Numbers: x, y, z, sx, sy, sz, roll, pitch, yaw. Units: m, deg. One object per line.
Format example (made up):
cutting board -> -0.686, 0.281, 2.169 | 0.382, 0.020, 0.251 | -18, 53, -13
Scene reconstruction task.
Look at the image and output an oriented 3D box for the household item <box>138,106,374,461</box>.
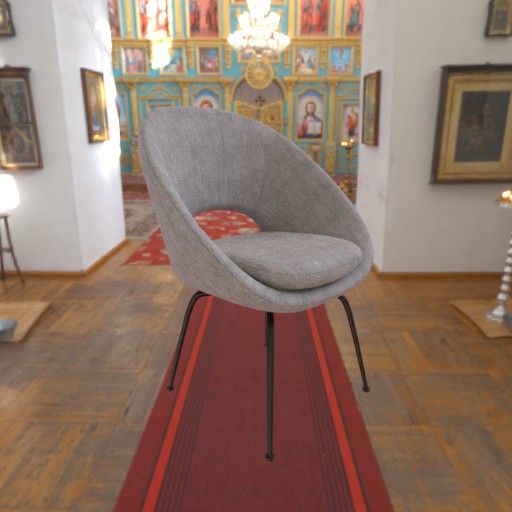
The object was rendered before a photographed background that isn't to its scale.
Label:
household item -> 0.000, 0.000, 1.323 | 0.643, 0.869, 0.587 | -14, 21, -42
